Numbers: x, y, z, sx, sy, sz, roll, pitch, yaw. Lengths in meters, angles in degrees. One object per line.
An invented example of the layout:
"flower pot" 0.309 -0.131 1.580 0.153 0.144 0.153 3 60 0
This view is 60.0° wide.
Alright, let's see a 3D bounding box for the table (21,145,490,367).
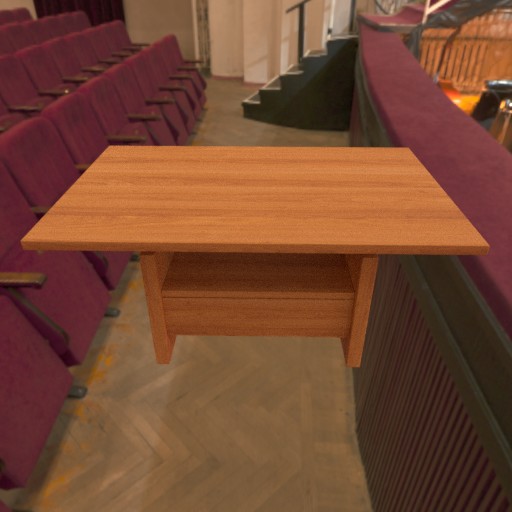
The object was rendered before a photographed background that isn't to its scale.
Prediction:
"table" 0.000 0.000 1.469 1.100 0.510 0.700 1 32 1
